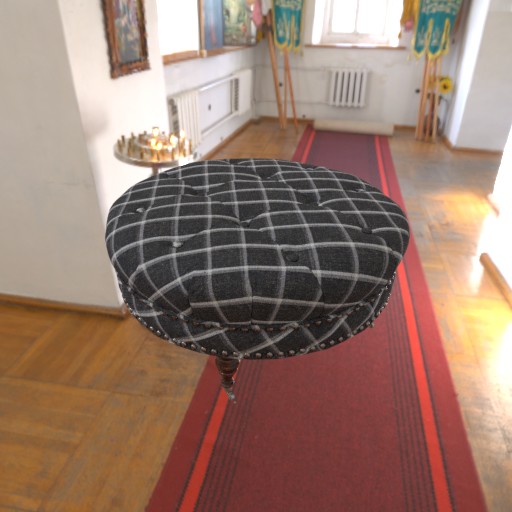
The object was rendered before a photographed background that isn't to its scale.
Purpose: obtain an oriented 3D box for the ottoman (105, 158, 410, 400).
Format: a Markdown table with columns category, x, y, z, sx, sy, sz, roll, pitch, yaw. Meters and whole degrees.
| category | x | y | z | sx | sy | sz | roll | pitch | yaw |
| --- | --- | --- | --- | --- | --- | --- | --- | --- | --- |
| ottoman | 0.000 | 0.000 | 1.414 | 0.901 | 0.439 | 0.901 | 0 | 30 | 0 |
